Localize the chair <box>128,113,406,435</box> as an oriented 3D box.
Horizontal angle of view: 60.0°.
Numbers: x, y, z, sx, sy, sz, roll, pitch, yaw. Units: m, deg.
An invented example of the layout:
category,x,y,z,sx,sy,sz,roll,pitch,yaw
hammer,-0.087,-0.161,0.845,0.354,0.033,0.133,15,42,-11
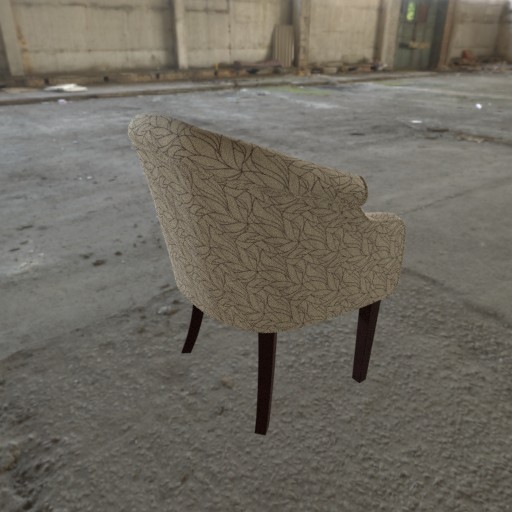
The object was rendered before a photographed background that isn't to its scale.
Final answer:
category,x,y,z,sx,sy,sz,roll,pitch,yaw
chair,0.000,0.000,1.338,0.613,0.858,0.686,-18,31,-32
